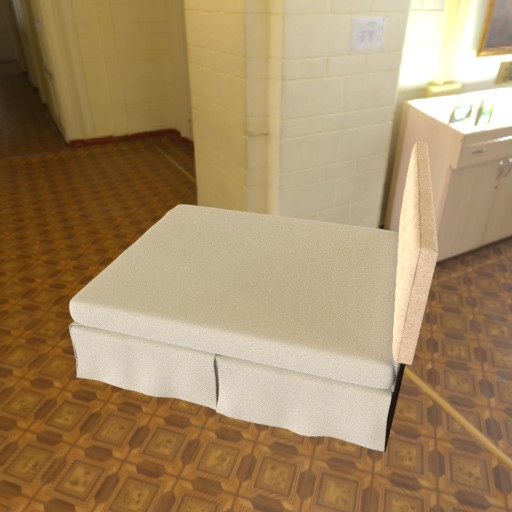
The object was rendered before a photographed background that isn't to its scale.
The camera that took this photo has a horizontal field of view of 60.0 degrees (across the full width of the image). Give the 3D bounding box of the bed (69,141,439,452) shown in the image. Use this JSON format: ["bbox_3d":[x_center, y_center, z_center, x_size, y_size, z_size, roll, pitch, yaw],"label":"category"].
[{"bbox_3d":[0.000,0.000,2.953,1.978,1.270,1.643,9,31,15],"label":"bed"}]
